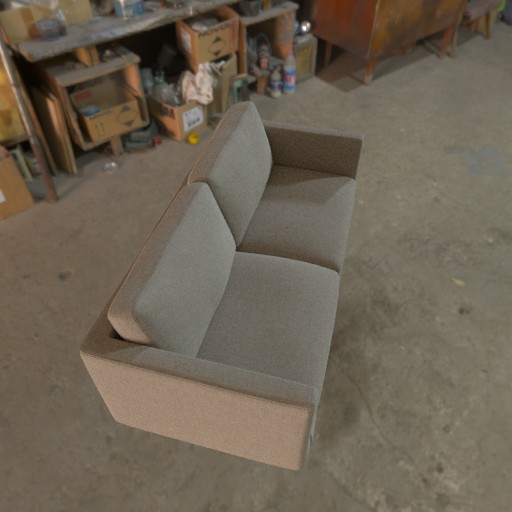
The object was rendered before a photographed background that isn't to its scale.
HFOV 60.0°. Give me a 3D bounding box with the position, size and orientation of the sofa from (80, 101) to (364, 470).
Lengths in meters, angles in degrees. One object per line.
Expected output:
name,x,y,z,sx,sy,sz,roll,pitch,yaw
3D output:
sofa,0.000,0.000,2.425,0.951,0.947,1.884,11,47,10
